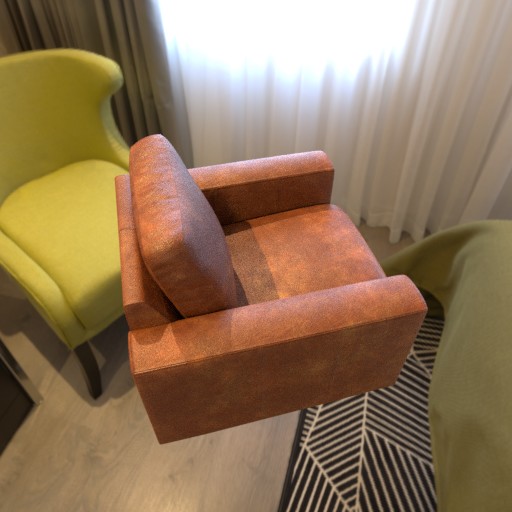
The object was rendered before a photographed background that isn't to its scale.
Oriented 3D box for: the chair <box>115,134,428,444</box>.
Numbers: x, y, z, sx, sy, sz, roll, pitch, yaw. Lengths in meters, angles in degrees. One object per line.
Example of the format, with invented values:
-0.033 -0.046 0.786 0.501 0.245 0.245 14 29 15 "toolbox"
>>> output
0.000 0.000 1.806 1.016 0.873 1.005 -11 47 -10 "chair"
